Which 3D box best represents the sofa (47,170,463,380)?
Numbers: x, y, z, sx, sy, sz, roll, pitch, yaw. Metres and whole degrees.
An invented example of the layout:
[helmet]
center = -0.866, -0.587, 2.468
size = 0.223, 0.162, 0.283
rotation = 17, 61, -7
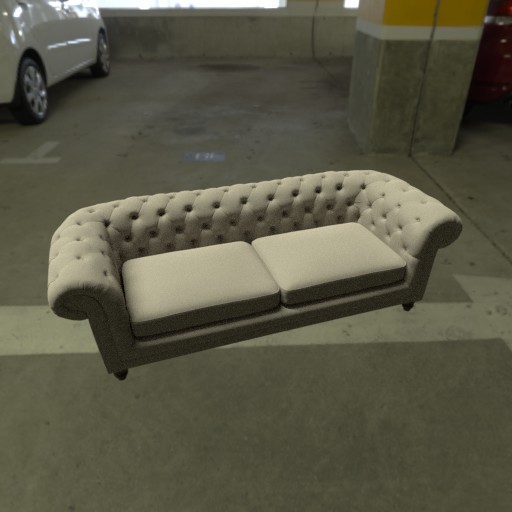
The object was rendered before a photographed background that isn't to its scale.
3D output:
[sofa]
center = 0.000, 0.000, 2.904
size = 2.411, 0.749, 0.991
rotation = -10, 33, -16
